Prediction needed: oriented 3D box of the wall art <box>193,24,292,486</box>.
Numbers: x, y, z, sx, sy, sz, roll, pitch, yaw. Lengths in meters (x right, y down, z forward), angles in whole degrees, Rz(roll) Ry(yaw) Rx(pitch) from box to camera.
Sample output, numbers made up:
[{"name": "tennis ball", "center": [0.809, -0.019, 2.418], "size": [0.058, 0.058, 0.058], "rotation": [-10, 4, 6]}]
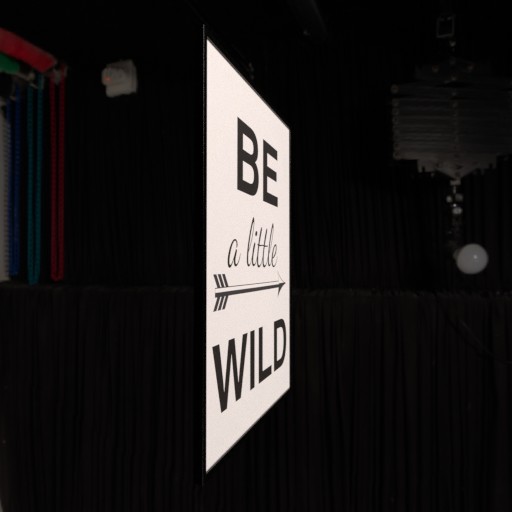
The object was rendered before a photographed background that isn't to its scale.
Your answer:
[{"name": "wall art", "center": [0.000, 0.000, 0.770], "size": [0.013, 0.582, 0.442], "rotation": [0, -1, 19]}]
